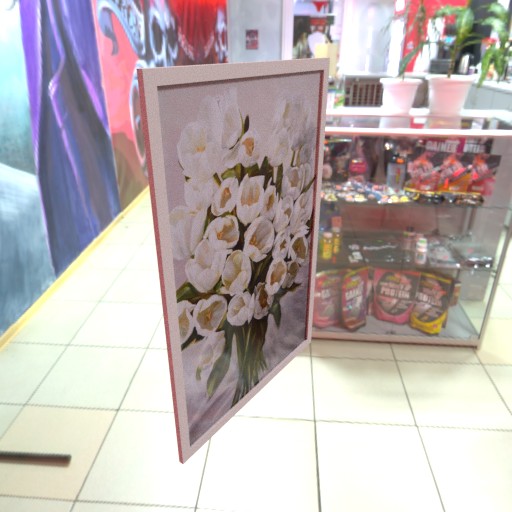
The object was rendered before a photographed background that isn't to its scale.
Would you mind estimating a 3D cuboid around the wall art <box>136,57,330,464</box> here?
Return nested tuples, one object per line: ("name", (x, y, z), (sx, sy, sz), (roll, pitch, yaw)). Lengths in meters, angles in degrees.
("wall art", (0.000, 0.000, 1.202), (0.015, 0.965, 0.660), (18, 31, 33))
